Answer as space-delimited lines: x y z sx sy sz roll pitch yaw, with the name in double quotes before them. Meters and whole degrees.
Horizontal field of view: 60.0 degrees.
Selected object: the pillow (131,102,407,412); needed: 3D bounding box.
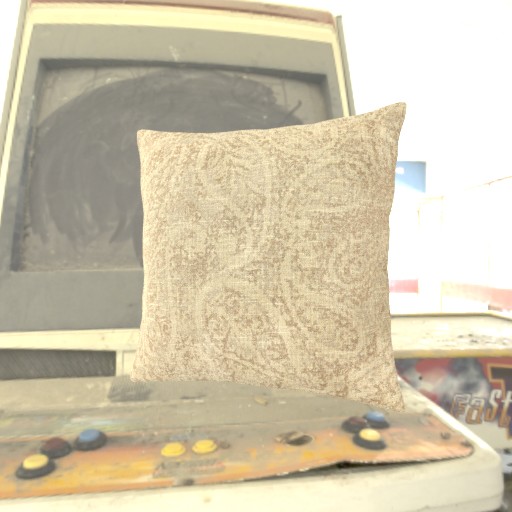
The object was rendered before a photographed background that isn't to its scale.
"pillow" 0.000 0.000 0.811 0.523 0.510 0.166 0 0 18
